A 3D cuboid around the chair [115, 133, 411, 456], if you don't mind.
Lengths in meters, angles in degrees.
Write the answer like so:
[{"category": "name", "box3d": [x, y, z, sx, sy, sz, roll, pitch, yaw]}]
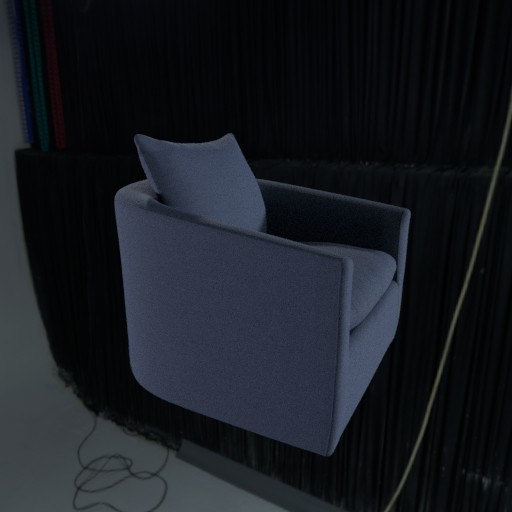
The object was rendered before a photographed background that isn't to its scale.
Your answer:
[{"category": "chair", "box3d": [0.000, 0.000, 1.588, 0.910, 0.848, 0.845, 8, 17, 27]}]
